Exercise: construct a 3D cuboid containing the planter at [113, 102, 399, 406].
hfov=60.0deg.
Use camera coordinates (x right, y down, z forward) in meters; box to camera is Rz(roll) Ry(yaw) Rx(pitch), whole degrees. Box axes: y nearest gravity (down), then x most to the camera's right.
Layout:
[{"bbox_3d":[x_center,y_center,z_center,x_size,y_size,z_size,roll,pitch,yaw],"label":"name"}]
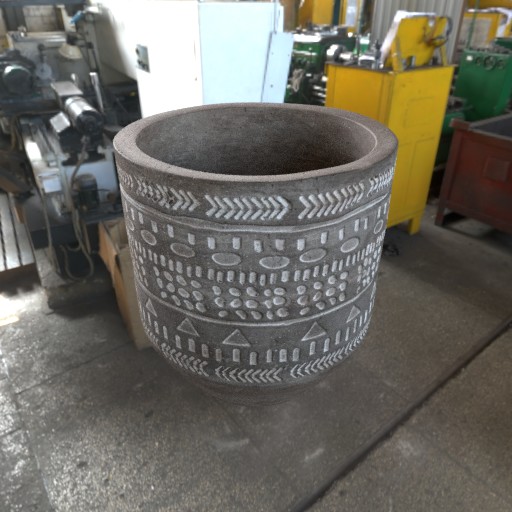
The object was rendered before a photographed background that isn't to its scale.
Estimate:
[{"bbox_3d":[0.000,0.000,0.226,0.122,0.128,0.122,0,31,0],"label":"planter"}]
